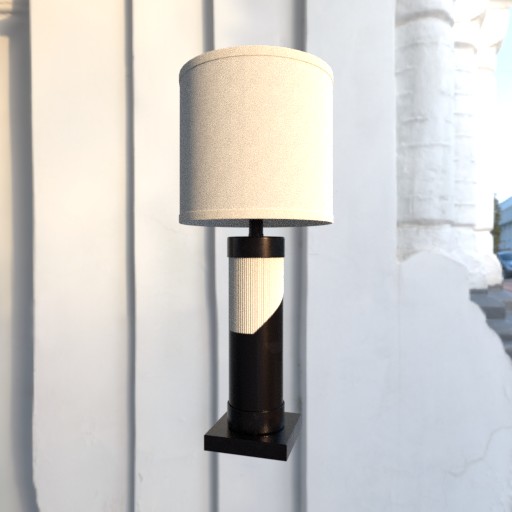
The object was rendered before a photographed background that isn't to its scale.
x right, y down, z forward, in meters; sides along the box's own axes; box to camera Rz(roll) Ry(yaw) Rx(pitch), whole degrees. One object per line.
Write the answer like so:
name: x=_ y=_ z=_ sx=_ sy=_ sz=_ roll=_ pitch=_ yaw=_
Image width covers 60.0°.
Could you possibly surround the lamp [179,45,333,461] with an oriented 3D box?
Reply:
lamp: x=0.000 y=0.000 z=0.615 sx=0.211 sy=0.509 sz=0.211 roll=0 pitch=1 yaw=16
